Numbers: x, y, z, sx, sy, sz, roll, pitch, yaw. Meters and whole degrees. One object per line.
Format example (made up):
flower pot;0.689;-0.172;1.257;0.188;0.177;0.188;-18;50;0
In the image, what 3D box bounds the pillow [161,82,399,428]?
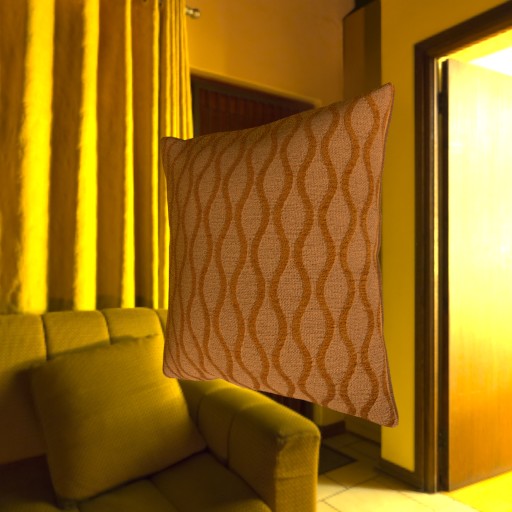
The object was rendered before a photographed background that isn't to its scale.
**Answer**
pillow;0.000;0.000;0.674;0.429;0.436;0.159;0;0;35
